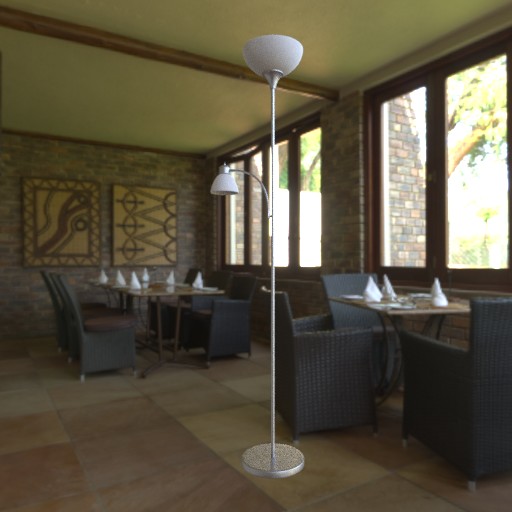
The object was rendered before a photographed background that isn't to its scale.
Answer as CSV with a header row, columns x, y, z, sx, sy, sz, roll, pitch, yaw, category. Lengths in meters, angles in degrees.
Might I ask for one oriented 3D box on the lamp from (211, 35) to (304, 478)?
x,y,z,sx,sy,sz,roll,pitch,yaw,category
0.000,0.000,1.960,0.425,1.804,0.279,0,-1,17,lamp
